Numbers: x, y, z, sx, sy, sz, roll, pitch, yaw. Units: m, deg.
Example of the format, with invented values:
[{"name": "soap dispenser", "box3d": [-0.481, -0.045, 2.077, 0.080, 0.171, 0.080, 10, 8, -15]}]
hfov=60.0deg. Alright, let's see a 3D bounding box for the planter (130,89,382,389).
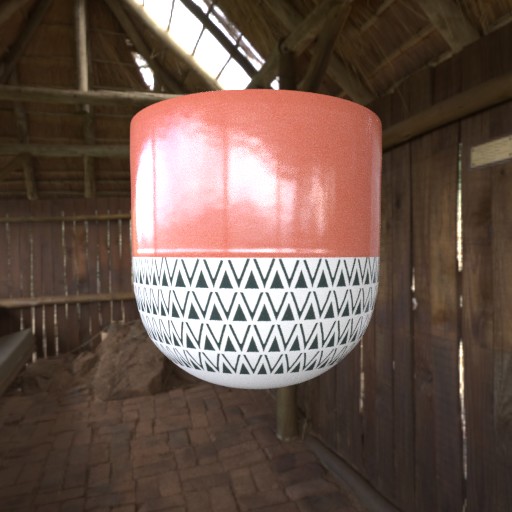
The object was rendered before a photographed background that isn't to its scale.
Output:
[{"name": "planter", "box3d": [0.000, 0.000, 0.488, 0.266, 0.270, 0.266, 0, 0, 0]}]
